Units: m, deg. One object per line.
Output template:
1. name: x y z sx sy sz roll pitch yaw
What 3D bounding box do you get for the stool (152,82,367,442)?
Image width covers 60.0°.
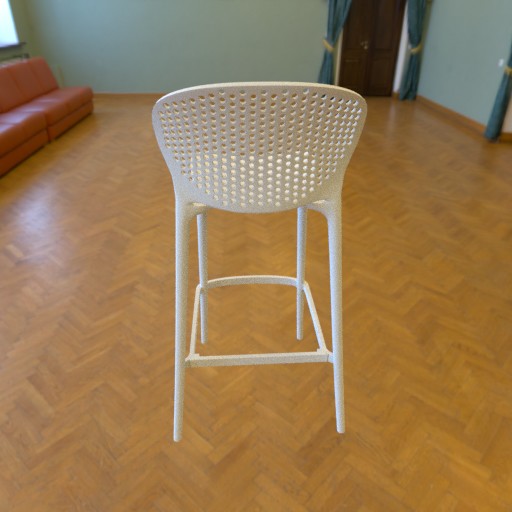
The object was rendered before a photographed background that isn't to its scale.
1. stool: 0.000 0.000 1.320 0.536 1.045 0.535 -2 29 -3
